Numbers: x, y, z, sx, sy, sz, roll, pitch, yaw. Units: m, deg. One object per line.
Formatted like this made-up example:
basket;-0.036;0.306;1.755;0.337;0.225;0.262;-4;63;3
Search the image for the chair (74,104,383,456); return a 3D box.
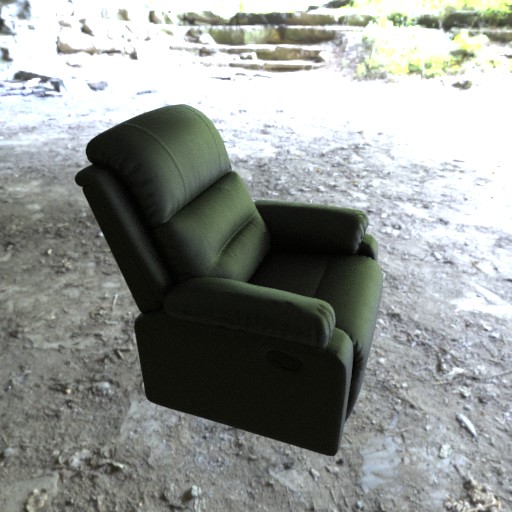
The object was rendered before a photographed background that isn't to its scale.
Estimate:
chair;0.000;0.000;1.636;0.919;0.992;0.855;10;31;17
